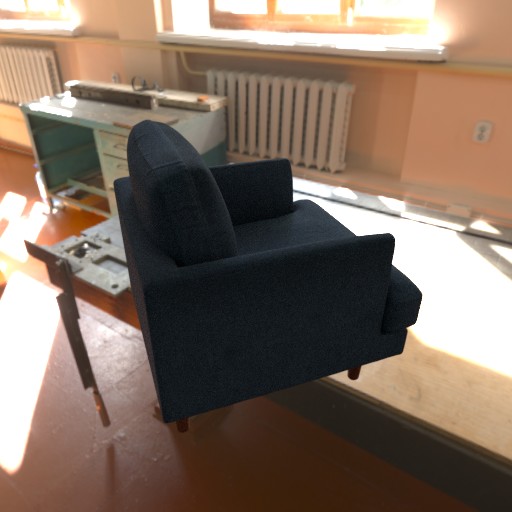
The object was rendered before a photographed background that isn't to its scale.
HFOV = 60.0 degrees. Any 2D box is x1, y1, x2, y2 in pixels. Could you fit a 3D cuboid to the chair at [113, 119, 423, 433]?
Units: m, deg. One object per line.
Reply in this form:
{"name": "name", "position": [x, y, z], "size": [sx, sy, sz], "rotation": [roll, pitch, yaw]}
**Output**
{"name": "chair", "position": [0.000, 0.000, 1.659], "size": [0.899, 0.957, 0.858], "rotation": [-11, 32, -18]}
